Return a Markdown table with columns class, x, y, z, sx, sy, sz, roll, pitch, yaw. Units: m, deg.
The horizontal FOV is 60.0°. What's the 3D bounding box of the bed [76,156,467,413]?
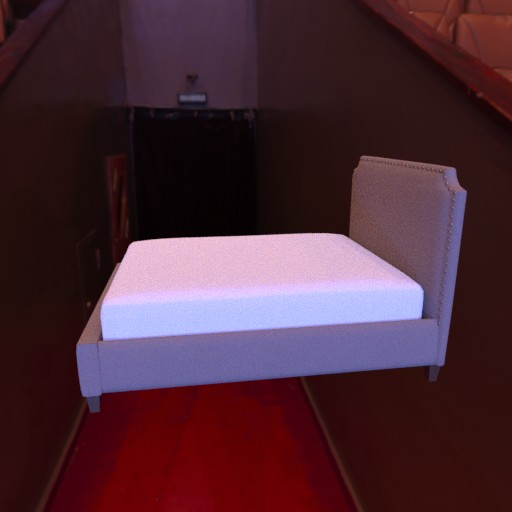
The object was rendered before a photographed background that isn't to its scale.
| class | x | y | z | sx | sy | sz | roll | pitch | yaw |
| --- | --- | --- | --- | --- | --- | --- | --- | --- | --- |
| bed | 0.000 | 0.000 | 3.457 | 2.372 | 1.443 | 1.713 | -2 | 16 | -9 |
